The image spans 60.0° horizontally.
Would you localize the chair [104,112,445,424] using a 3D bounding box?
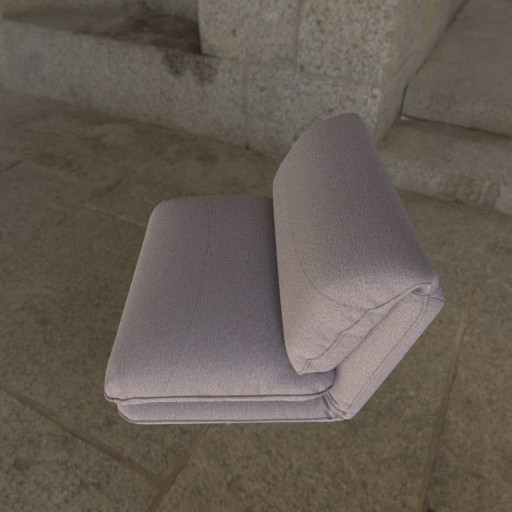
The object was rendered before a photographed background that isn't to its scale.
[{"bbox_3d":[0.000,0.000,1.315,0.780,0.580,0.820,0,41,-1],"label":"chair"}]
